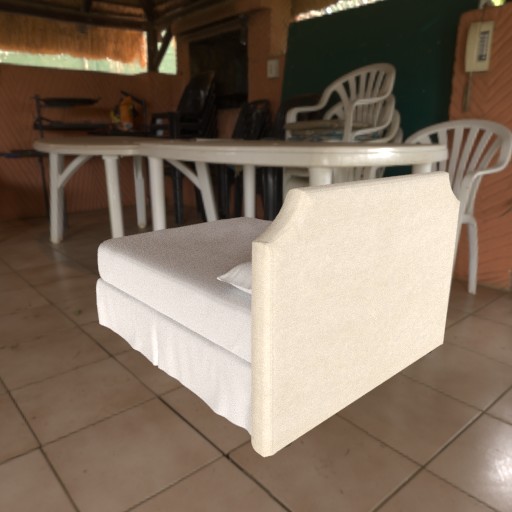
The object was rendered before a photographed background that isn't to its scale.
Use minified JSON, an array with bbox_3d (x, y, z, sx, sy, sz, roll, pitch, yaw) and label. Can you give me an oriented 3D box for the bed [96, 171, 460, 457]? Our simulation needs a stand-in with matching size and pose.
[{"bbox_3d":[0.000,0.000,3.294,1.828,1.297,2.164,-14,21,-40],"label":"bed"}]
